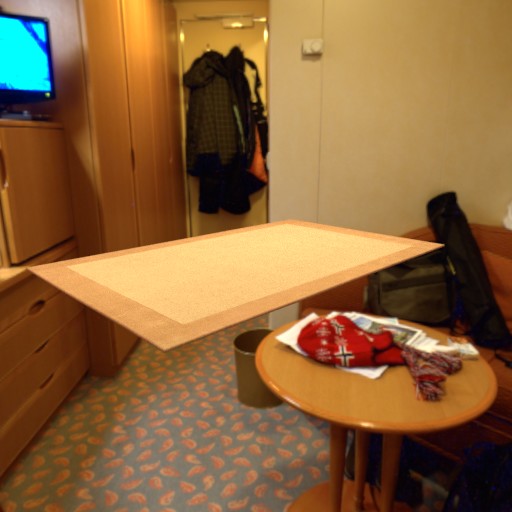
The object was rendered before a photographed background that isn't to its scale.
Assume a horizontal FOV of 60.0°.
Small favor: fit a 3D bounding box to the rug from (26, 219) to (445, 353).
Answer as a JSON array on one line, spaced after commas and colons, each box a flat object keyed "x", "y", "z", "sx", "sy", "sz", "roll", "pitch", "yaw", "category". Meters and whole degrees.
[{"x": 0.000, "y": 0.000, "z": 2.994, "sx": 2.438, "sy": 0.014, "sz": 1.524, "roll": -14, "pitch": 20, "yaw": -43, "category": "rug"}]
